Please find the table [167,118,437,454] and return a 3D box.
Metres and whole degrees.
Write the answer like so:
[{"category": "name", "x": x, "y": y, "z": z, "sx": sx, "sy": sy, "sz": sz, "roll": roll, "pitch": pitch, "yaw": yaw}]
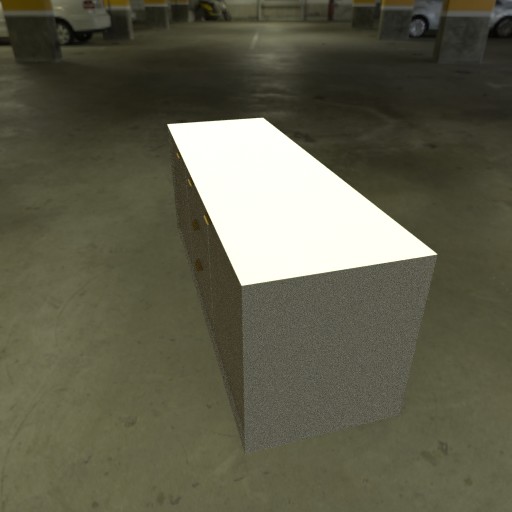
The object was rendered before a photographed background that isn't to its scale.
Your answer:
[{"category": "table", "x": 0.000, "y": 0.000, "z": 1.857, "sx": 0.508, "sy": 0.769, "sz": 1.500, "roll": -8, "pitch": 31, "yaw": -14}]
